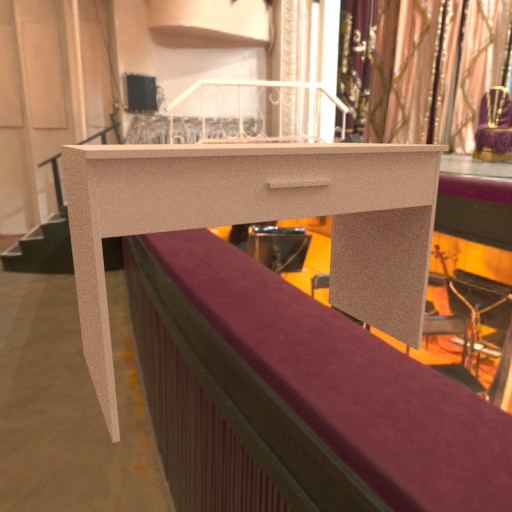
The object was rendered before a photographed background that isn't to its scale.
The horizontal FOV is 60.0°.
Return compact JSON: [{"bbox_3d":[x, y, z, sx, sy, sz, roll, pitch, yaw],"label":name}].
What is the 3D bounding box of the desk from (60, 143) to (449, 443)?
[{"bbox_3d":[0.000,0.000,1.504,1.100,0.730,0.560,-8,17,-27],"label":"desk"}]
